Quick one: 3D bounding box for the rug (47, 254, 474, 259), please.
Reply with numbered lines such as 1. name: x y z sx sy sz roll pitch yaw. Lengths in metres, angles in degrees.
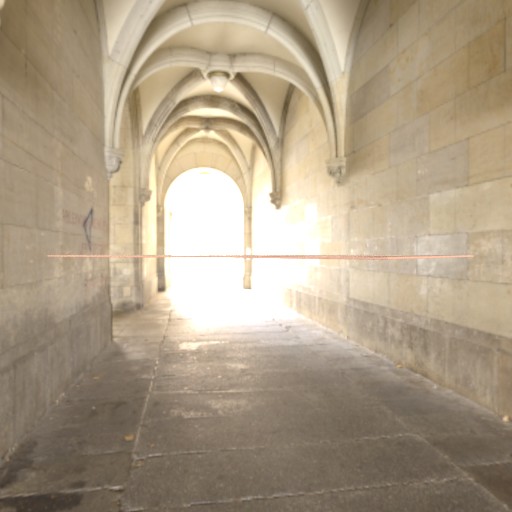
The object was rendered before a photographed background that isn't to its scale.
1. rug: 0.000 0.000 2.282 1.829 0.008 1.219 0 0 36
